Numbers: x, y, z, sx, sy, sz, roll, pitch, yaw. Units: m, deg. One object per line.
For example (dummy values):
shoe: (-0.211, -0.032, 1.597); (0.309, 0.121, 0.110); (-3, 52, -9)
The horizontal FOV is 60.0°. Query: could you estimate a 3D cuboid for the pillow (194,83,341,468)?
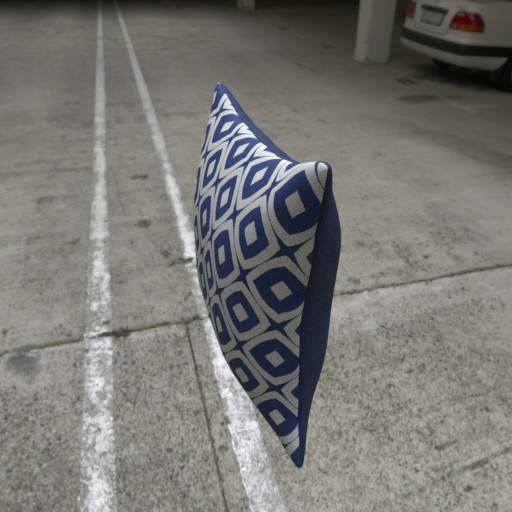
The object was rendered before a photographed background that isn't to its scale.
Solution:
pillow: (0.000, 0.000, 0.770); (0.188, 0.494, 0.504); (-9, 32, -14)
